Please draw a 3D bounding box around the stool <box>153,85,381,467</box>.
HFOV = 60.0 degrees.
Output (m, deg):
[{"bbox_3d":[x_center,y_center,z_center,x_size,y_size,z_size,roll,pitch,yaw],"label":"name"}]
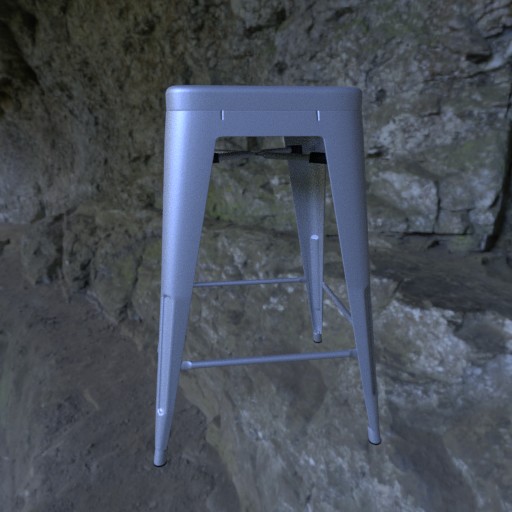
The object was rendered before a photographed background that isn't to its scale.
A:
[{"bbox_3d":[0.000,0.000,0.875,0.406,0.610,0.406,-2,17,-8],"label":"stool"}]
